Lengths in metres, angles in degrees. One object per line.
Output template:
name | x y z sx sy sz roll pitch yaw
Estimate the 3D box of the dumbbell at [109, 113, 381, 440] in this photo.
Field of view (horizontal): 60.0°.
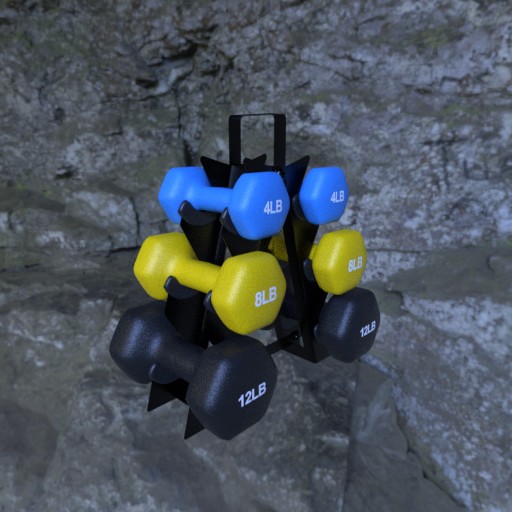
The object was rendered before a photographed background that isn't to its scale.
dumbbell | 0.000 0.000 0.699 0.255 0.426 0.409 14 20 42
